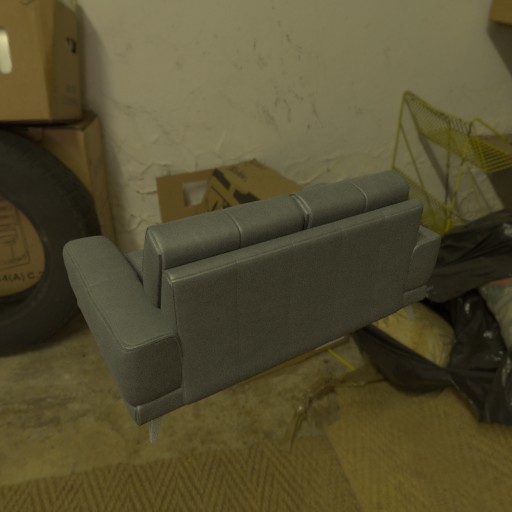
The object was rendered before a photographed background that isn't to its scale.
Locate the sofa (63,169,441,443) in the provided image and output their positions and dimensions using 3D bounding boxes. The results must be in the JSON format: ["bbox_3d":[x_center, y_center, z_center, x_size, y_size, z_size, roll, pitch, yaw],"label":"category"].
[{"bbox_3d":[0.000,0.000,2.392,1.806,0.907,1.018,-17,33,-27],"label":"sofa"}]
